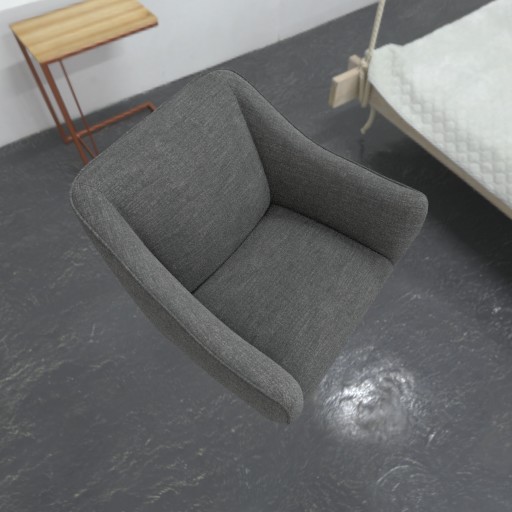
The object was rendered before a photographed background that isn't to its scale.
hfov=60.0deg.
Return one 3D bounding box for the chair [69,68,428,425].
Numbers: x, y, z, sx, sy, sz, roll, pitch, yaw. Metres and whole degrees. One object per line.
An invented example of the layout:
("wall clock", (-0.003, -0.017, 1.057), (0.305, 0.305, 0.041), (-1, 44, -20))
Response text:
("chair", (0.000, 0.000, 1.569), (0.851, 0.829, 0.870), (32, 63, 18))
